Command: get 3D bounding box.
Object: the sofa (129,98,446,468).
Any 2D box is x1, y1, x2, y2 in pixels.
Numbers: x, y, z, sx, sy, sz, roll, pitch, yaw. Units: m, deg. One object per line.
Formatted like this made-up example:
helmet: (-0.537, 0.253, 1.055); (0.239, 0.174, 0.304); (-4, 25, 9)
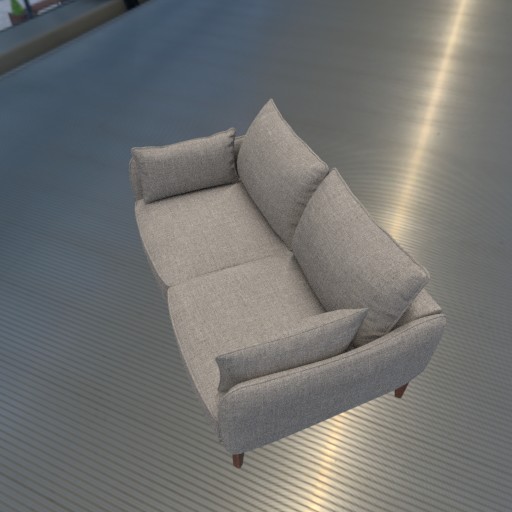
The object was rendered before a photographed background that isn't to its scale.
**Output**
sofa: (0.000, 0.000, 2.152); (0.972, 0.851, 1.580); (-17, 48, -16)
